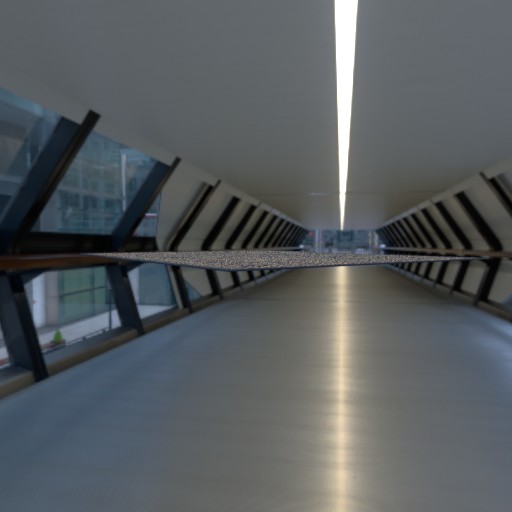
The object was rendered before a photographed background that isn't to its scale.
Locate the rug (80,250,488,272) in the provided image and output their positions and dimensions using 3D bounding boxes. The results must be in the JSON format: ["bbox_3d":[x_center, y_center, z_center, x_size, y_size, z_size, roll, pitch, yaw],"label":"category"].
[{"bbox_3d":[0.000,0.000,4.120,2.438,0.010,3.048,-2,3,-35],"label":"rug"}]
